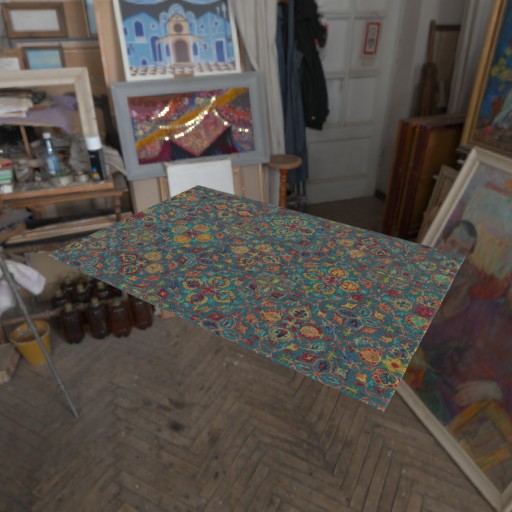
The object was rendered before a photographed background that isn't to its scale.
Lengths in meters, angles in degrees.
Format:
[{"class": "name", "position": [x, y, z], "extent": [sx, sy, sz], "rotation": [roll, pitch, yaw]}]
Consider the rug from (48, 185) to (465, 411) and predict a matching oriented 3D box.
[{"class": "rug", "position": [0.000, 0.000, 2.334], "extent": [1.836, 0.014, 1.216], "rotation": [19, 35, 29]}]
